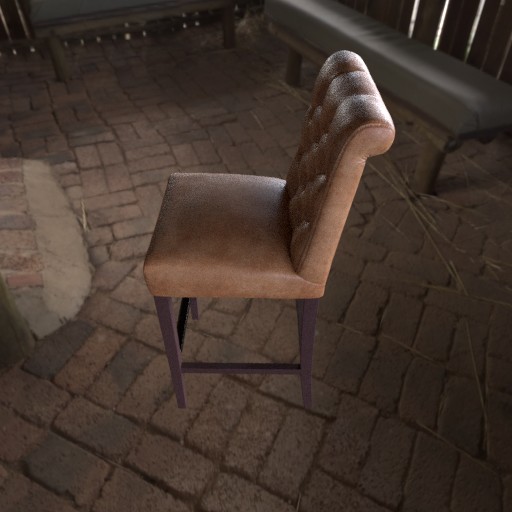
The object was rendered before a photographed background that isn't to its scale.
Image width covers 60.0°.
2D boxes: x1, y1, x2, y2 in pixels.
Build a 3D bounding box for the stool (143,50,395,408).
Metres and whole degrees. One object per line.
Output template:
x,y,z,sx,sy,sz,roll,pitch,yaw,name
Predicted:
0.000,0.000,1.440,0.601,1.140,0.493,1,42,1,stool
